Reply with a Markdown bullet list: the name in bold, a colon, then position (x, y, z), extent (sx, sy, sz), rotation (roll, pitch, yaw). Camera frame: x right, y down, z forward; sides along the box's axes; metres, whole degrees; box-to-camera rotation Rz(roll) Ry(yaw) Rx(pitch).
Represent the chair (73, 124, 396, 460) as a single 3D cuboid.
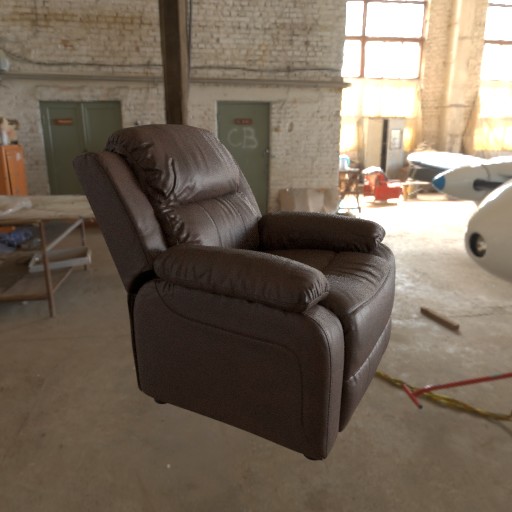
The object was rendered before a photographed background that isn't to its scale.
- **chair**: position (0.000, 0.000, 1.223), extent (0.707, 0.702, 0.680), rotation (8, 17, 26)
